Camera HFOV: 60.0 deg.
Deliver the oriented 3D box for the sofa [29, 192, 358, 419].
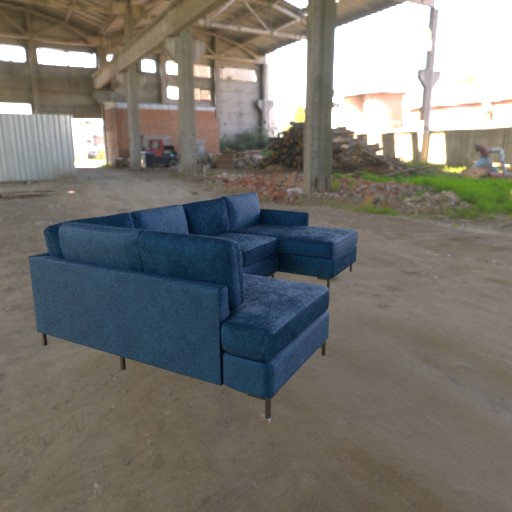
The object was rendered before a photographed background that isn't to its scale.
[{"bbox_3d":[0.000,0.000,4.329,2.055,0.992,3.434,7,15,28],"label":"sofa"}]
